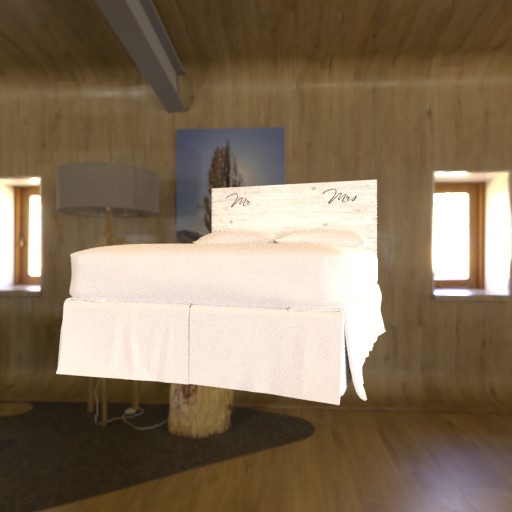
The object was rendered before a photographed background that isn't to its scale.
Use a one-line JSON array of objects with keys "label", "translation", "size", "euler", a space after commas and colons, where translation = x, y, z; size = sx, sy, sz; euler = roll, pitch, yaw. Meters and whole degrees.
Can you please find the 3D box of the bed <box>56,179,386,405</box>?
[{"label": "bed", "translation": [0.000, 0.000, 3.195], "size": [1.745, 1.335, 2.094], "euler": [0, 0, 20]}]
